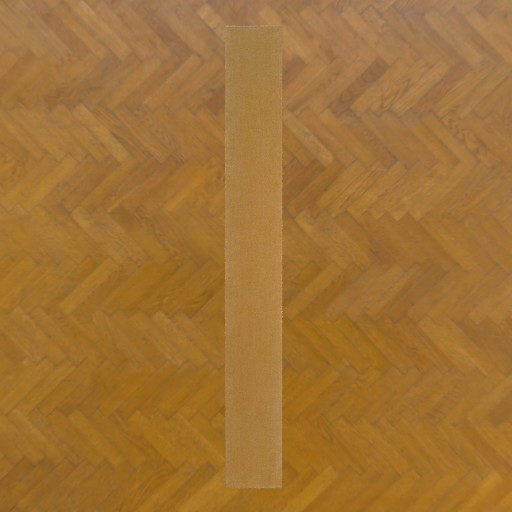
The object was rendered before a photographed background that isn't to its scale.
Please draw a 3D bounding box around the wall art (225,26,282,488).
[{"bbox_3d":[0.000,0.000,0.445,0.038,0.305,0.306,0,91,1],"label":"wall art"}]
